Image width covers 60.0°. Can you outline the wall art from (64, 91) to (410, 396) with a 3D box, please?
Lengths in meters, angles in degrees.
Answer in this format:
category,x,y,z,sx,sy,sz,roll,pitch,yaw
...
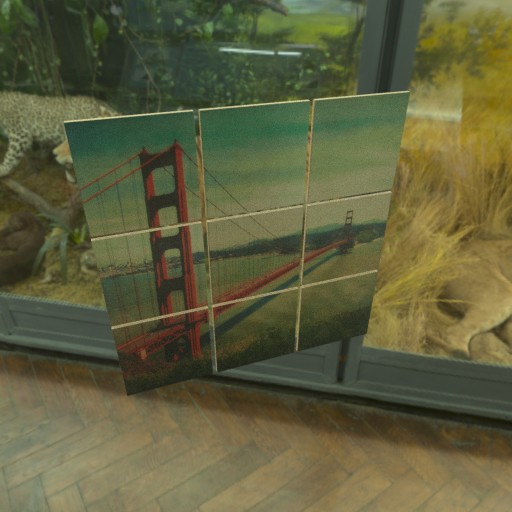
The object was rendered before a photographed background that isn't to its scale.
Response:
category,x,y,z,sx,sy,sz,roll,pitch,yaw
wall art,0.000,0.000,1.817,1.217,1.207,0.016,-11,34,-16
